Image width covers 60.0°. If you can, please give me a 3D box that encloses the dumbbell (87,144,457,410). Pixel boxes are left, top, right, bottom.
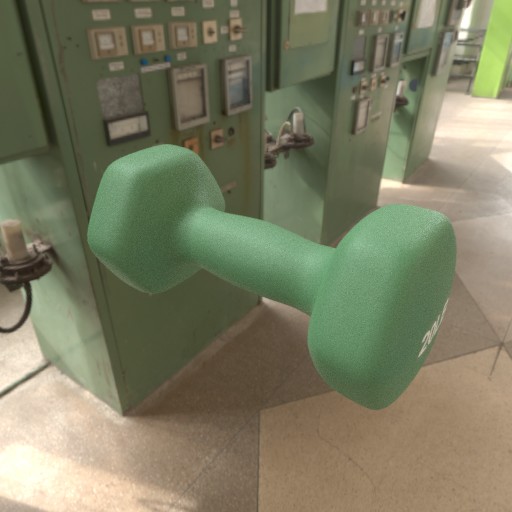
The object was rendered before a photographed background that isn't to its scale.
[{"bbox_3d":[0.000,0.000,0.317,0.257,0.114,0.126,21,37,31],"label":"dumbbell"}]
